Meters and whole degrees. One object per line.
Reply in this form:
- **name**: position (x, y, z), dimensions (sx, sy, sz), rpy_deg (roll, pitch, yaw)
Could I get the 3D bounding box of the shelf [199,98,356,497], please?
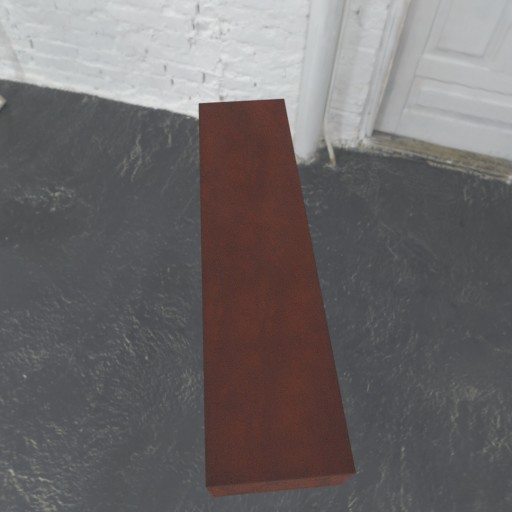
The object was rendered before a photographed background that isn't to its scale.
- **shelf**: position (0.000, 0.000, 0.652), dimensions (0.152, 0.088, 0.607), rpy_deg (-4, 56, -3)
